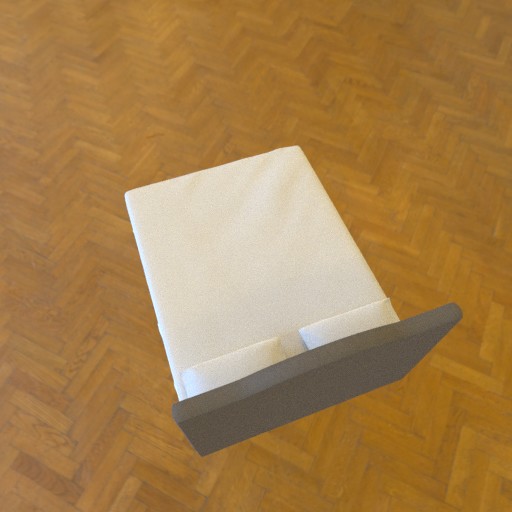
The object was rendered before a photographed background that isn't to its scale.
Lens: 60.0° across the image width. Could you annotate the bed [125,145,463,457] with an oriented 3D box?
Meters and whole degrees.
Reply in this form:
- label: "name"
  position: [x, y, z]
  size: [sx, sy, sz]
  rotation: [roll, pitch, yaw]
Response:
- label: "bed"
  position: [0.000, 0.000, 3.456]
  size: [1.821, 1.436, 2.282]
  rotation: [-17, 60, -10]
